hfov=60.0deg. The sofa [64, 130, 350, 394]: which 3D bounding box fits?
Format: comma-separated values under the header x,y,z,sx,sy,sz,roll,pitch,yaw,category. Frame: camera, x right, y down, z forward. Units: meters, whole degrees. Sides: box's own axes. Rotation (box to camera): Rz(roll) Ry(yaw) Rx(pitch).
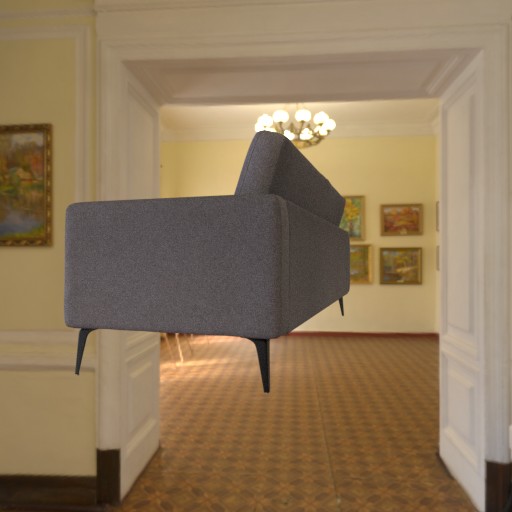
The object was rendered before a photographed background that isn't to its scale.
x,y,z,sx,sy,sz,roll,pitch,yaw,category
0.000,0.000,2.304,0.774,0.828,1.925,0,0,18,sofa
